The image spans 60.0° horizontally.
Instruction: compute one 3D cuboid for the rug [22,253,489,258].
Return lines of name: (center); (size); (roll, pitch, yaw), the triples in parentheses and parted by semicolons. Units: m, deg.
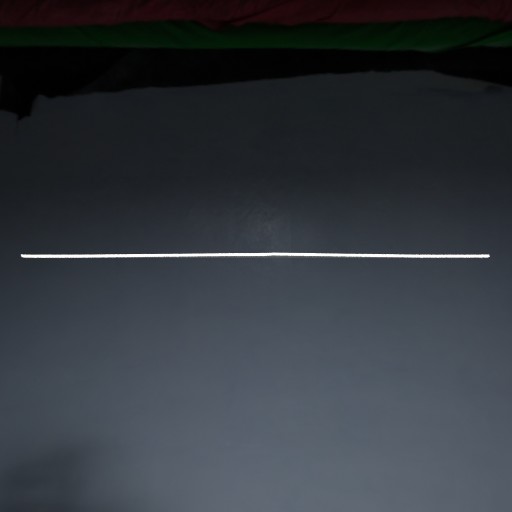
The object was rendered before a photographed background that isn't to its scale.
rug: (0.000, 0.000, 3.719); (2.869, 0.038, 2.032); (0, 0, 1)
